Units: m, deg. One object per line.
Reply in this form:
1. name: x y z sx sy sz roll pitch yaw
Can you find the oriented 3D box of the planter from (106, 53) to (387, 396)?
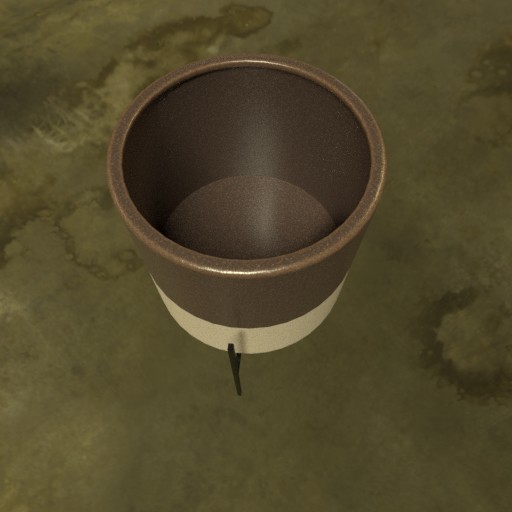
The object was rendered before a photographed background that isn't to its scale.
1. planter: 0.000 0.000 0.519 0.250 0.353 0.260 0 63 0
